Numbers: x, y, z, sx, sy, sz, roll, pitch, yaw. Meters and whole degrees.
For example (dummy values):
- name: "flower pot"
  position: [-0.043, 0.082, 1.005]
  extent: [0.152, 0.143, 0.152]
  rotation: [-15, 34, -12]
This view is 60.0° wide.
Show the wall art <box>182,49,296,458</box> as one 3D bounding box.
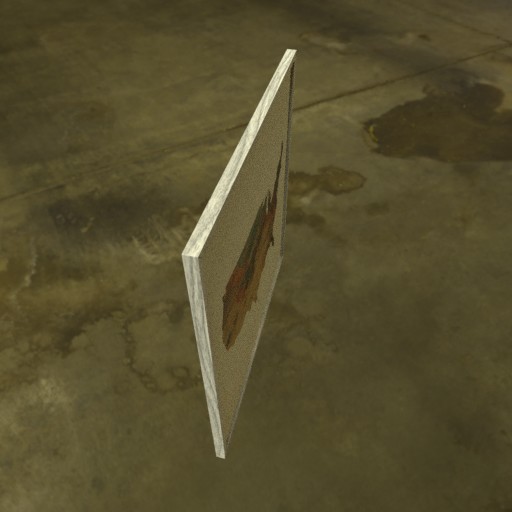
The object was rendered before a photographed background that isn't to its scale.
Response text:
- name: "wall art"
  position: [0.000, 0.000, 0.766]
  extent: [0.016, 0.507, 0.508]
  rotation: [10, 47, 10]
